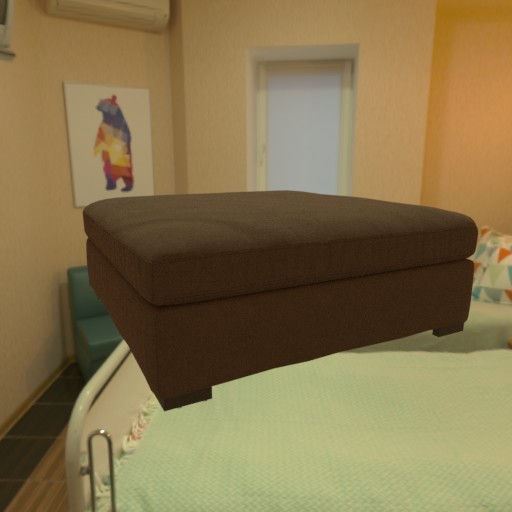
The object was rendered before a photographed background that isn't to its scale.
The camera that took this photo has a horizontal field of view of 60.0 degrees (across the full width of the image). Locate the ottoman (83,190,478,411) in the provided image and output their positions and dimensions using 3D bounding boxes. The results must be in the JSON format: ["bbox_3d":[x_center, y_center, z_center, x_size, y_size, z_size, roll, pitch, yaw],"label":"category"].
[{"bbox_3d":[0.000,0.000,1.804,1.181,0.470,1.181,-7,14,-27],"label":"ottoman"}]
